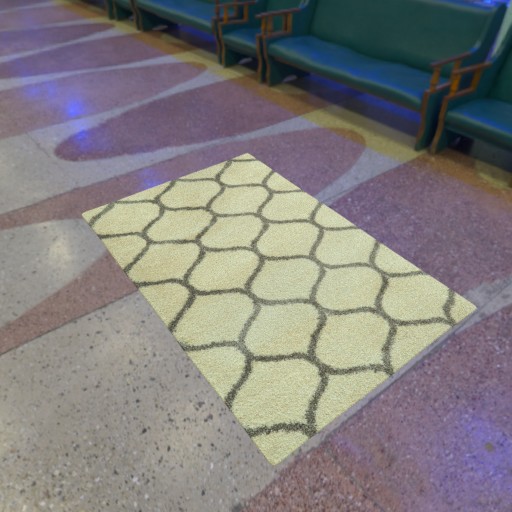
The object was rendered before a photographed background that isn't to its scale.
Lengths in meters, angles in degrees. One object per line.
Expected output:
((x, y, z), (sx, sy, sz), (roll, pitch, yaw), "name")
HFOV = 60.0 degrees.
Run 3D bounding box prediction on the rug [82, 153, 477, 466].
((0.000, 0.000, 3.460), (1.801, 0.026, 2.701), (-26, 48, -27), "rug")
